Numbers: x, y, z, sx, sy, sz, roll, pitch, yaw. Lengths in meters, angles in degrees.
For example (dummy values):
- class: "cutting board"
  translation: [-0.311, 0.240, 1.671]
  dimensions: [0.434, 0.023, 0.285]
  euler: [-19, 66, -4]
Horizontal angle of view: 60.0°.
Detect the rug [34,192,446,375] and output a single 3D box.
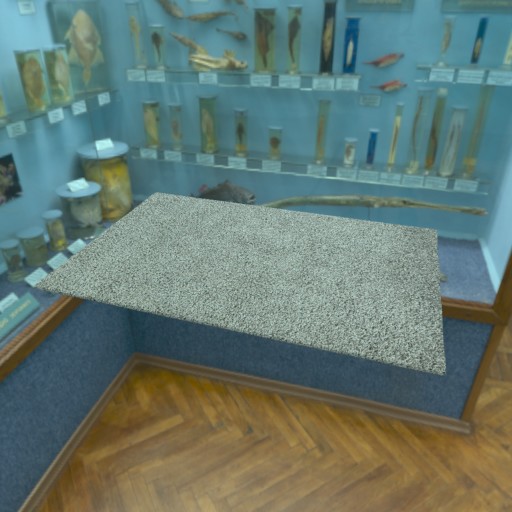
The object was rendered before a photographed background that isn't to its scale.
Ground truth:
- class: "rug"
  translation: [0.000, 0.000, 3.496]
  dimensions: [2.743, 0.030, 1.778]
  euler: [9, 32, 15]
